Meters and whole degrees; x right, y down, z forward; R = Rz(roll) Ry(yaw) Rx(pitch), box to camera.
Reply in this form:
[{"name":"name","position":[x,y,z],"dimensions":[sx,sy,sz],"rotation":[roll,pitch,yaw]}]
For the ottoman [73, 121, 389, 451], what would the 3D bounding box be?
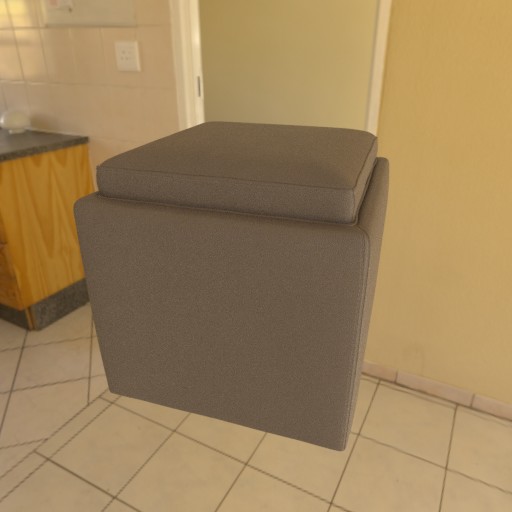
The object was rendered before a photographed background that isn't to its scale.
[{"name":"ottoman","position":[0.000,0.000,0.849],"dimensions":[0.451,0.460,0.450],"rotation":[8,27,16]}]
